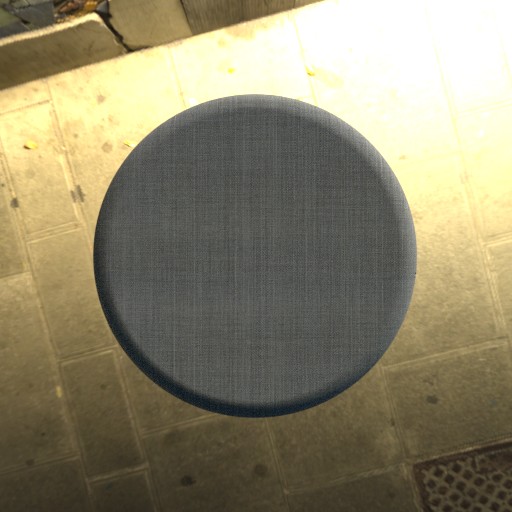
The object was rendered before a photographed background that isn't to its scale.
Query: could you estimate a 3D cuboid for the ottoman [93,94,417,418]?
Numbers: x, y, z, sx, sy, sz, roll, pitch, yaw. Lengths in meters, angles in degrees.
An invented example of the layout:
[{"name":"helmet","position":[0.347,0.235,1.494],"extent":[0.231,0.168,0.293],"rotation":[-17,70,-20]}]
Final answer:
[{"name":"ottoman","position":[0.000,0.000,0.730],"extent":[0.400,0.406,0.400],"rotation":[0,90,1]}]
